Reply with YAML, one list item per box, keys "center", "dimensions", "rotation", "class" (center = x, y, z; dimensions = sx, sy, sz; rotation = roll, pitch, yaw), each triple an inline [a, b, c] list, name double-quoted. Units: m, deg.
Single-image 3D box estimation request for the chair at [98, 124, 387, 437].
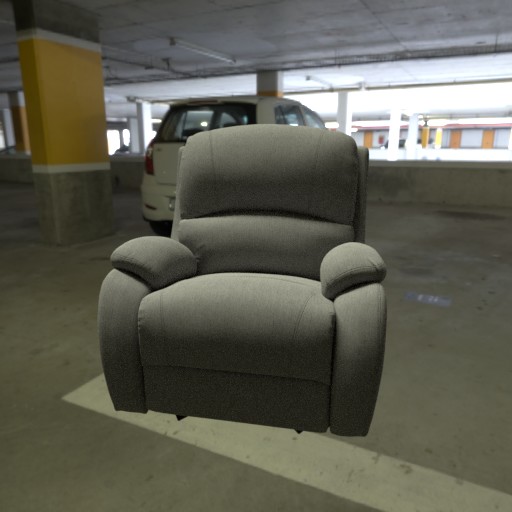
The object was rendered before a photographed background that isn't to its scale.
- center: [0.000, 0.000, 1.726]
  dimensions: [0.930, 1.011, 0.899]
  rotation: [2, 14, 10]
  class: "chair"
